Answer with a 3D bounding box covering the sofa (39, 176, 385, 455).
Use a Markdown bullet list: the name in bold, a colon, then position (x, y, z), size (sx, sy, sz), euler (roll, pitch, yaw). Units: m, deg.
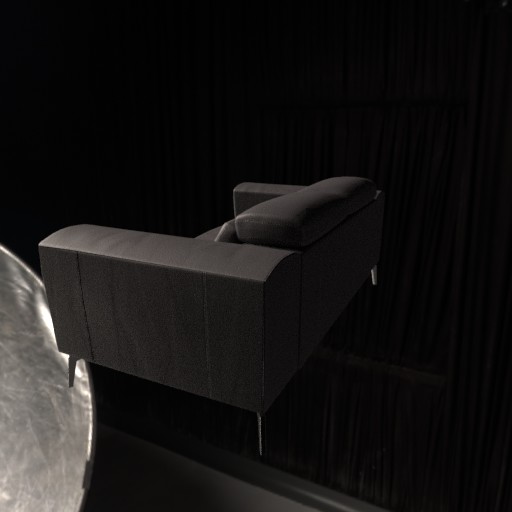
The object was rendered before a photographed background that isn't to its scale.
- **sofa**: position (0.000, 0.000, 2.376), size (1.003, 0.779, 1.895), euler (8, 19, 25)
